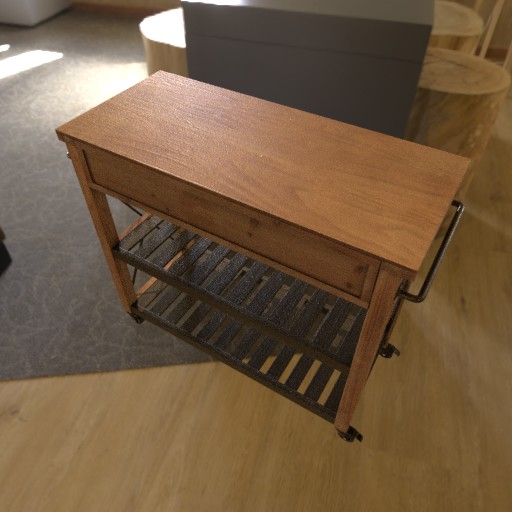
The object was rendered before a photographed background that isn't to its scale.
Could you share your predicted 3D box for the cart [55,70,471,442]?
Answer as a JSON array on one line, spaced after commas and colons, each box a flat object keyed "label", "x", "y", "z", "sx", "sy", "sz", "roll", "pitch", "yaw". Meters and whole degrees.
[{"label": "cart", "x": 0.000, "y": 0.000, "z": 0.947, "sx": 0.686, "sy": 0.554, "sz": 0.298, "roll": 24, "pitch": 50, "yaw": 21}]
